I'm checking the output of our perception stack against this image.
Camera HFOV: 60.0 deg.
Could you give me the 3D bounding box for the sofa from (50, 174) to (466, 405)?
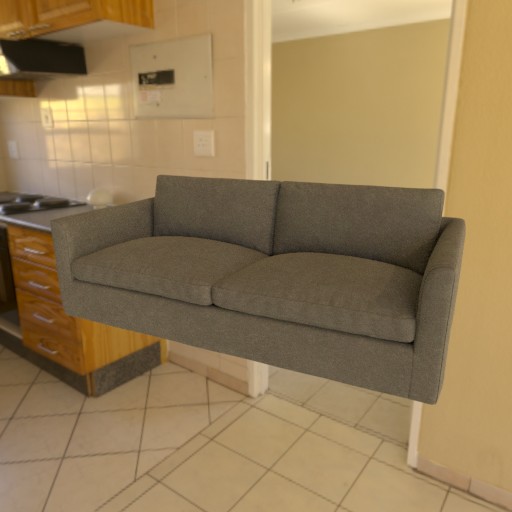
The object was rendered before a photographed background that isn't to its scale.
[{"bbox_3d":[0.000,0.000,2.690,2.257,0.838,1.092,8,17,25],"label":"sofa"}]
